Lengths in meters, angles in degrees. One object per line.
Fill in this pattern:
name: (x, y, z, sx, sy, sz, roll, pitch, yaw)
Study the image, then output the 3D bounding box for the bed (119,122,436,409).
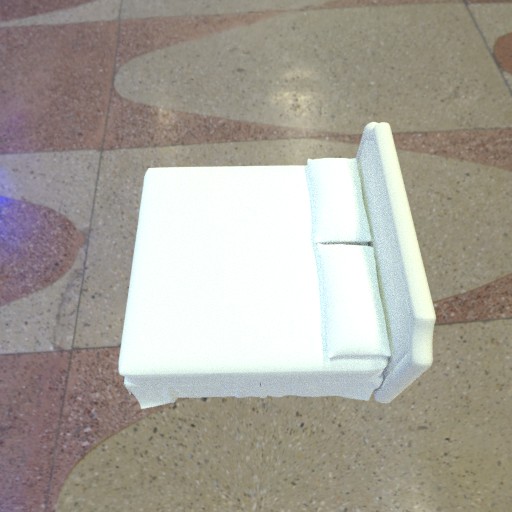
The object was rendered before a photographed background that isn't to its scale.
bed: (0.000, 0.000, 3.679, 2.204, 1.301, 2.160, -1, 60, -1)
